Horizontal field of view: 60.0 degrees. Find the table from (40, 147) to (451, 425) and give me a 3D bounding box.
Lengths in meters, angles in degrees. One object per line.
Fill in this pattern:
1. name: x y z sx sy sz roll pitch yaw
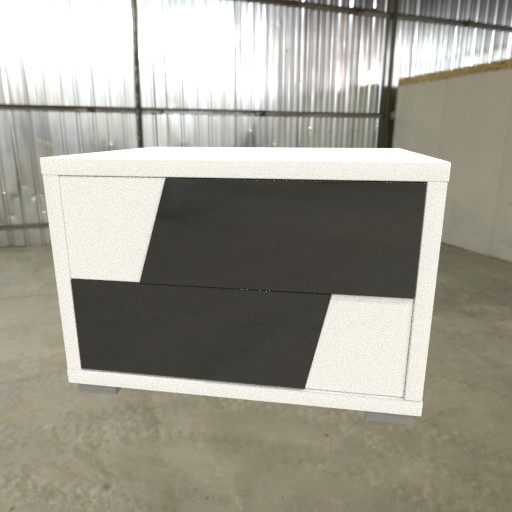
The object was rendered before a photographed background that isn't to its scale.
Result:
1. table: 0.000 0.000 0.783 0.517 0.357 0.399 3 16 9
